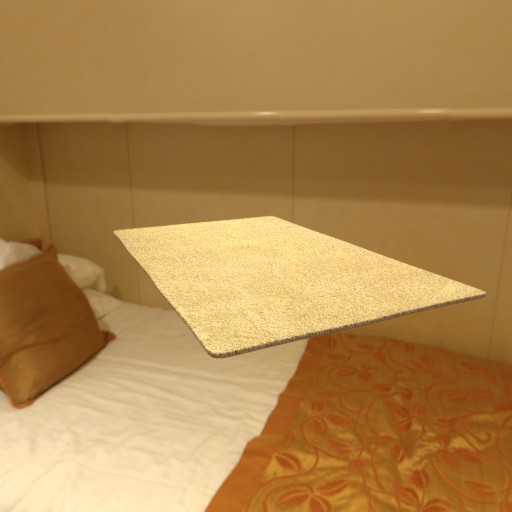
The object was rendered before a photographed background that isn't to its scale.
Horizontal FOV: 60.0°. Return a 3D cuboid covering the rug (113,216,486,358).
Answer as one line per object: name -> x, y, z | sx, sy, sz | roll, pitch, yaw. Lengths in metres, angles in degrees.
rug -> 0.000, 0.000, 2.962 | 1.500, 0.025, 2.349 | -8, 18, -25
